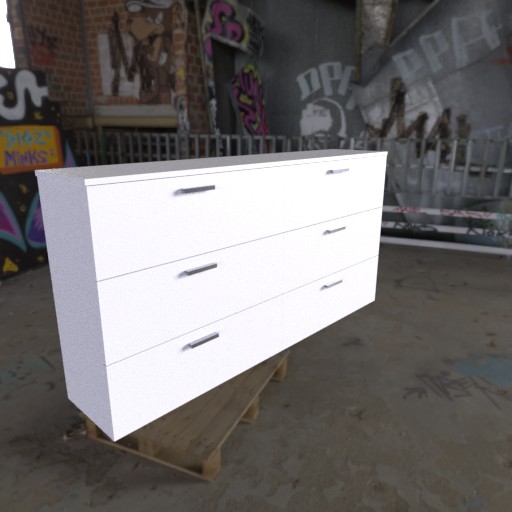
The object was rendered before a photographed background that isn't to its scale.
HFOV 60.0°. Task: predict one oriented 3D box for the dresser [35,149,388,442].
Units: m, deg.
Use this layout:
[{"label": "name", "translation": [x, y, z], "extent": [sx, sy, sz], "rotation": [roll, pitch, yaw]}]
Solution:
[{"label": "dresser", "translation": [0.000, 0.000, 1.840], "extent": [0.333, 0.790, 1.535], "rotation": [15, 23, 42]}]
